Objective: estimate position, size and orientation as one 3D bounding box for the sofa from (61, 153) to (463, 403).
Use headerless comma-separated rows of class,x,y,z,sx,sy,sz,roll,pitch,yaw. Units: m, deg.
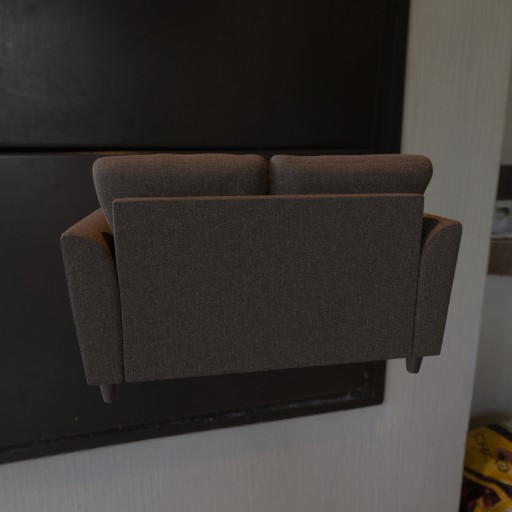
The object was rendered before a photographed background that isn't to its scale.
sofa,0.000,0.000,1.968,1.423,0.885,0.851,-2,13,-10
